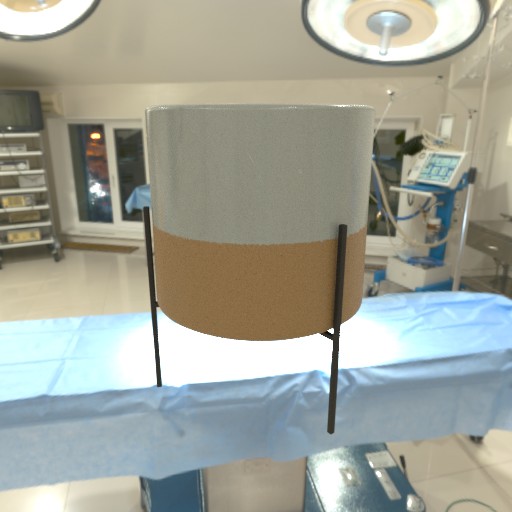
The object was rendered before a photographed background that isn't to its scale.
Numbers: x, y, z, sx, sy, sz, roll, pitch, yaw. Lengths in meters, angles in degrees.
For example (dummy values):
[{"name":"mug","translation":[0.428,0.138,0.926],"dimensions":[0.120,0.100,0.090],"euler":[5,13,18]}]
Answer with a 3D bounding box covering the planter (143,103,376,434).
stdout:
[{"name":"planter","translation":[0.000,0.000,0.750],"dimensions":[0.360,0.480,0.348],"euler":[-2,18,-7]}]
